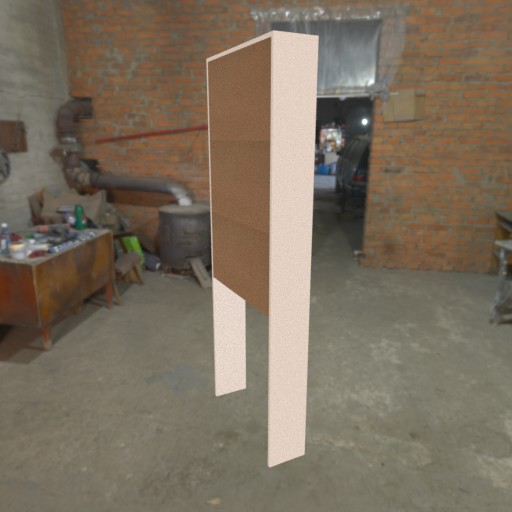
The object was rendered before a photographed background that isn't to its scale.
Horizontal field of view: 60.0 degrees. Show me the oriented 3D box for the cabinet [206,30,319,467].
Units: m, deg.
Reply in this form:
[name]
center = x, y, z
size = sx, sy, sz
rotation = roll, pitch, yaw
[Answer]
[cabinet]
center = 0.000, 0.000, 2.059
size = 0.192, 1.770, 0.643
rotation = -8, 17, -26
